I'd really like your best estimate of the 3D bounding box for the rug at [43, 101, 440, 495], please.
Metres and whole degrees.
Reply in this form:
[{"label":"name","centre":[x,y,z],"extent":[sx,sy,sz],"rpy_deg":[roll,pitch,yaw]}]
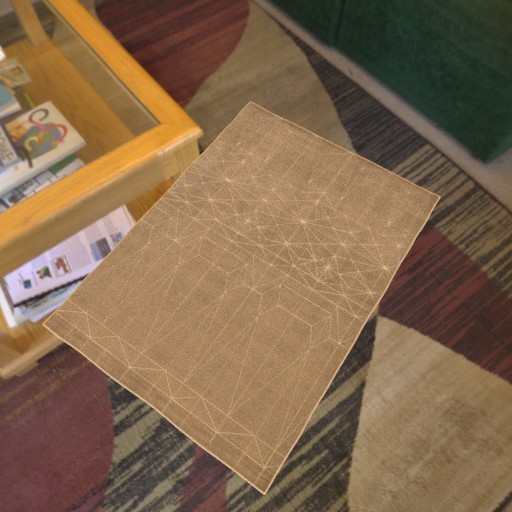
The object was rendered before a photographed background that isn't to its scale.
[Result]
[{"label":"rug","centre":[0.000,0.000,4.358],"extent":[2.449,0.019,3.357],"rpy_deg":[31,67,15]}]
